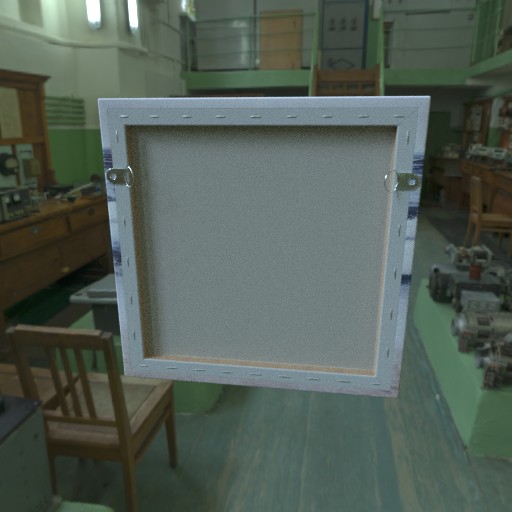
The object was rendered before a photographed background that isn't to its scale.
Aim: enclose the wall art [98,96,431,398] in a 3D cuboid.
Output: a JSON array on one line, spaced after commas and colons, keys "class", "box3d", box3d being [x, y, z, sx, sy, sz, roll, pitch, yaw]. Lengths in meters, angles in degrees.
[{"class": "wall art", "box3d": [0.000, 0.000, 1.107, 0.755, 0.747, 0.065, 2, 17, 8]}]
